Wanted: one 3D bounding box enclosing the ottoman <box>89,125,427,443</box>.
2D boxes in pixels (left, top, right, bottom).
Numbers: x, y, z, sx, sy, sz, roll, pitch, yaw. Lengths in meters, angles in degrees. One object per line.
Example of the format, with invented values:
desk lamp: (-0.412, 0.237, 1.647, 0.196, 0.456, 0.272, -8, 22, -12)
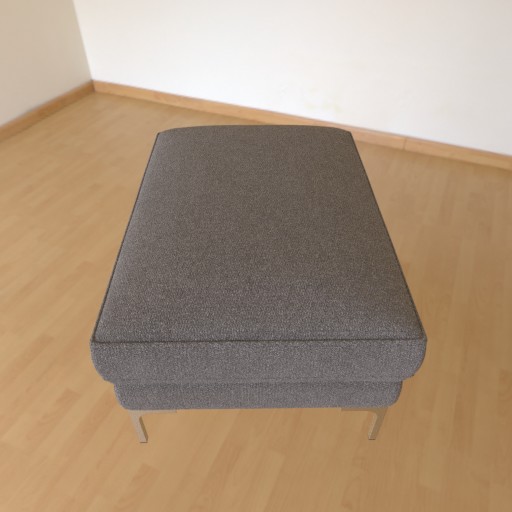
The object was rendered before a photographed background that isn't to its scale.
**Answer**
ottoman: (0.000, 0.000, 1.132, 0.583, 0.464, 0.785, -1, 42, -1)
